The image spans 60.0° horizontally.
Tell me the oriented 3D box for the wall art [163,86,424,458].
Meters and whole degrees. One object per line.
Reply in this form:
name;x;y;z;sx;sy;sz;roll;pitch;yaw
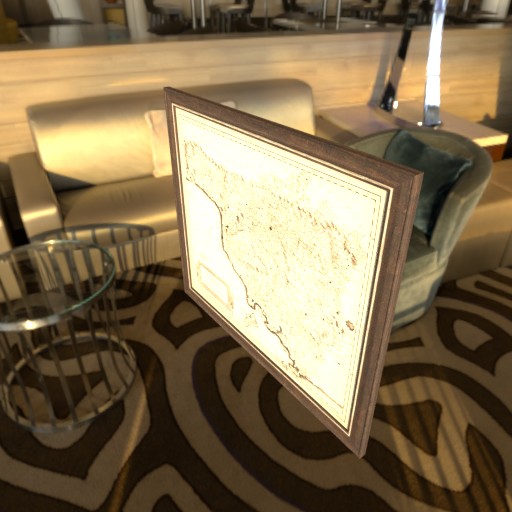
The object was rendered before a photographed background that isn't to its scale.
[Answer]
wall art;0.000;0.000;1.421;0.023;0.875;1.033;-22;38;-31
